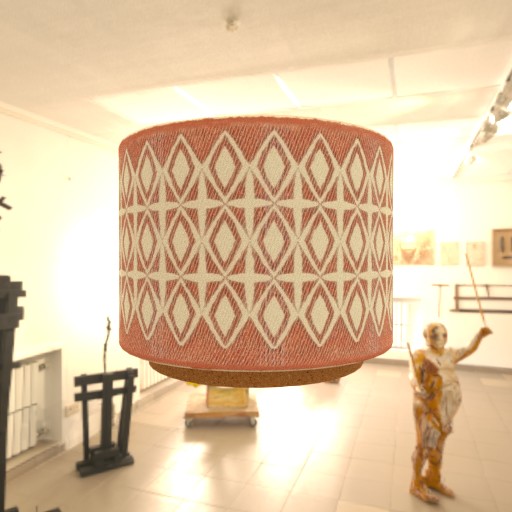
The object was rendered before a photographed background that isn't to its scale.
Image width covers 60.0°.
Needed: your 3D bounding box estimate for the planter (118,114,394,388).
[{"bbox_3d":[0.000,0.000,0.324,0.192,0.148,0.192,0,1,0],"label":"planter"}]
